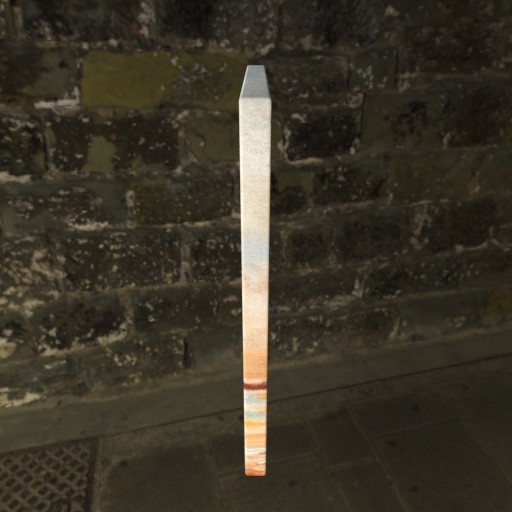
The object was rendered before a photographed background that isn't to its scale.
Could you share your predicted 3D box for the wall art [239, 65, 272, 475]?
[{"bbox_3d":[0.000,0.000,0.803,0.035,0.605,0.443,0,27,0],"label":"wall art"}]
